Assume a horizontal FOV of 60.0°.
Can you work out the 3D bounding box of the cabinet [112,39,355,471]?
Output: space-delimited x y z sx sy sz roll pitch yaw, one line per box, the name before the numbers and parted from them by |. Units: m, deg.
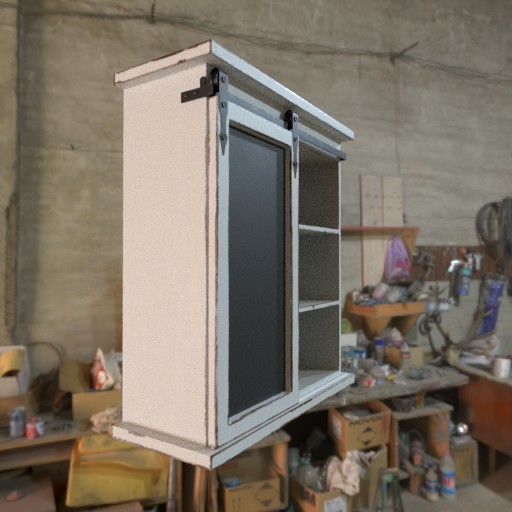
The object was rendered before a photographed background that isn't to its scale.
cabinet | 0.000 0.000 0.901 0.210 0.603 0.541 0 -1 34
